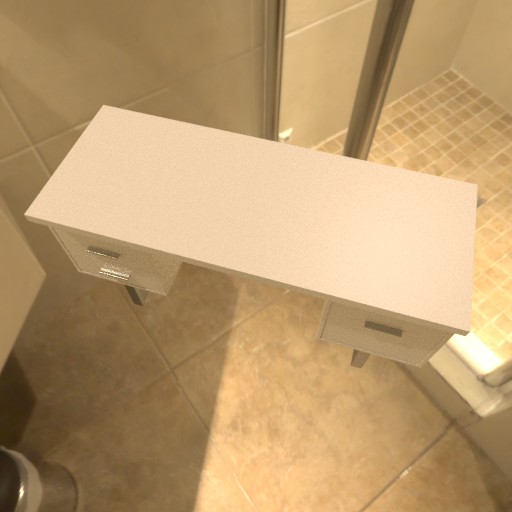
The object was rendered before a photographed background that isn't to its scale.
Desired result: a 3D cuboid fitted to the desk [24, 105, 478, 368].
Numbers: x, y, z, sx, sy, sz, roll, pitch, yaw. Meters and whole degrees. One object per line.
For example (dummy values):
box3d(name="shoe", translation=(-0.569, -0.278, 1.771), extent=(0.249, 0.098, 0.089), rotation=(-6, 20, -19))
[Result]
box3d(name="desk", translation=(0.000, 0.000, 1.925), extent=(1.530, 0.773, 0.603), rotation=(14, 59, 9))
